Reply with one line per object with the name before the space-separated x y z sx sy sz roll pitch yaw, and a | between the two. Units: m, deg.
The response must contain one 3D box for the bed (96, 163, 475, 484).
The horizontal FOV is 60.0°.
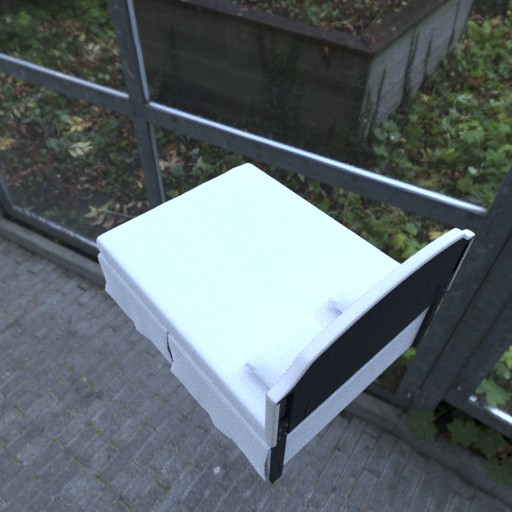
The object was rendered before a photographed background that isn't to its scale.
bed | 0.000 0.000 2.966 1.558 1.270 1.999 -32 54 -27
